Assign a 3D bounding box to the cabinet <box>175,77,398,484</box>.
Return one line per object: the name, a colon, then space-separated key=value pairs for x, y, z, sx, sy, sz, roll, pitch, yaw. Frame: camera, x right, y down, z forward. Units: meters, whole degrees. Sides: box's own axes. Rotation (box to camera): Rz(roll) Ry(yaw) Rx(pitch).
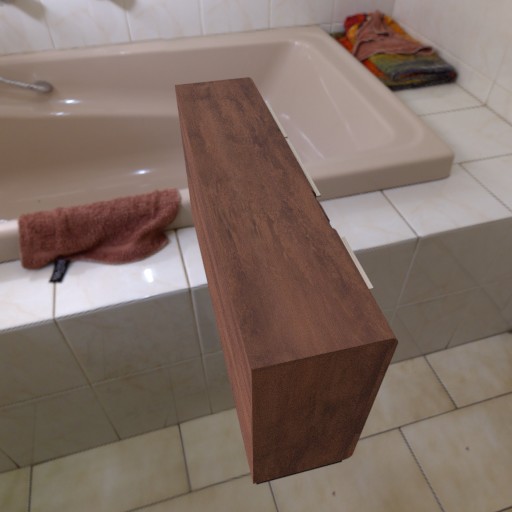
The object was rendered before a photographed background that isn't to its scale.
cabinet: x=0.000 y=0.000 z=1.973 sx=0.420 sy=0.900 sz=1.600 roll=-10 pitch=46 yaw=-10
